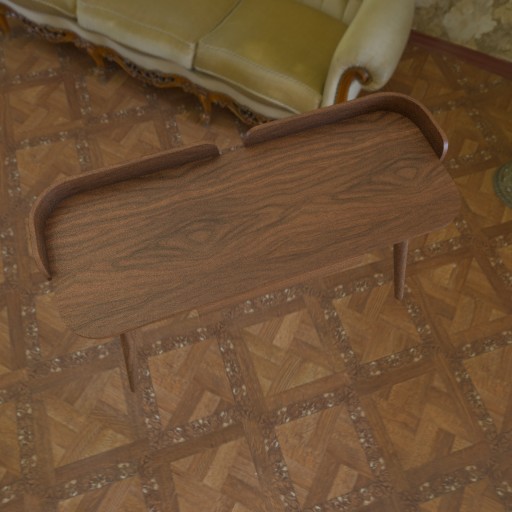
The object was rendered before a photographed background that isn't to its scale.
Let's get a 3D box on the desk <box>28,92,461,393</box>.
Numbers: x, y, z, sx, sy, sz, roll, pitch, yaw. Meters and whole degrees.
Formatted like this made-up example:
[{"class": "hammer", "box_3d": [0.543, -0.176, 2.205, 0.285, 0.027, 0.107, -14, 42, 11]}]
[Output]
[{"class": "desk", "box_3d": [0.000, 0.000, 1.632, 1.256, 0.800, 0.486, -18, 65, -8]}]
